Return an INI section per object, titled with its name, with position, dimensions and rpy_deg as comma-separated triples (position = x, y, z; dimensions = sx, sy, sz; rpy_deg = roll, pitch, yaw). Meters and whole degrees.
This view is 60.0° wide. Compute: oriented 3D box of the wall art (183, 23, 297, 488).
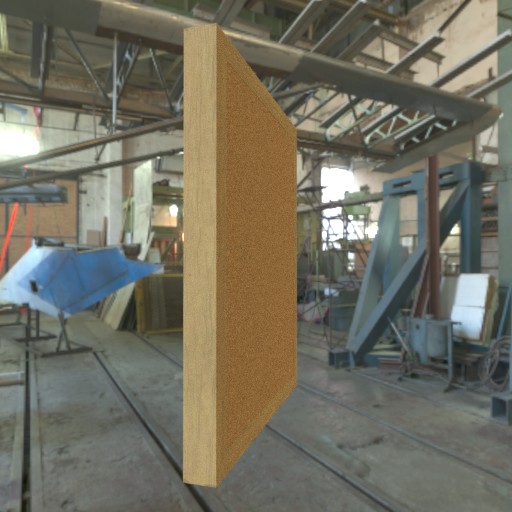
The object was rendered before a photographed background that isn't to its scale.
[wall art]
position = 0.000, 0.000, 0.515
dimensions = 0.030, 0.380, 0.312
rpy_deg = 0, -1, 17
